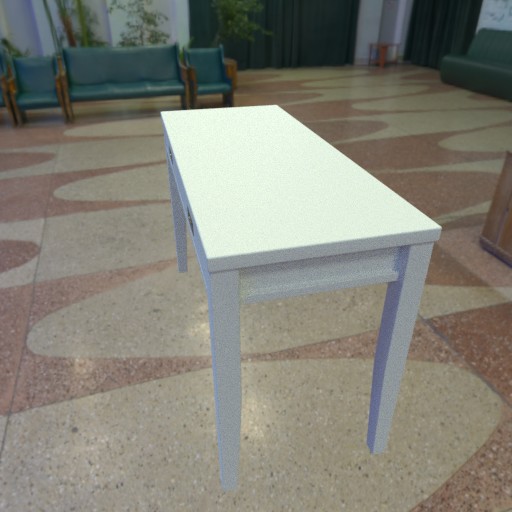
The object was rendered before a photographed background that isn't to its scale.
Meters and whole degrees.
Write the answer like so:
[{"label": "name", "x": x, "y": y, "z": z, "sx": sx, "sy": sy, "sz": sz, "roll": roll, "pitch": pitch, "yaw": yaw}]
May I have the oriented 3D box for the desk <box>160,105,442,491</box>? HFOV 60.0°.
[{"label": "desk", "x": 0.000, "y": 0.000, "z": 1.596, "sx": 0.508, "sy": 0.775, "sz": 1.220, "roll": -8, "pitch": 32, "yaw": -12}]
